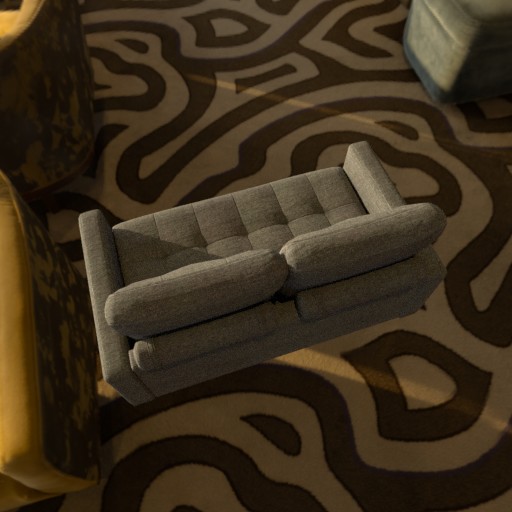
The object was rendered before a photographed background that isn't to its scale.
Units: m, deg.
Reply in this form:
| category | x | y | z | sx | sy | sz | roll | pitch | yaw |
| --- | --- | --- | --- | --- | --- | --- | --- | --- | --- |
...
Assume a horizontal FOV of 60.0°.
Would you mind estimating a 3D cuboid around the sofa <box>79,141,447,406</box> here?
| category | x | y | z | sx | sy | sz | roll | pitch | yaw |
| --- | --- | --- | --- | --- | --- | --- | --- | --- | --- |
| sofa | 0.000 | 0.000 | 1.977 | 1.407 | 0.907 | 0.842 | -16 | 61 | -9 |
